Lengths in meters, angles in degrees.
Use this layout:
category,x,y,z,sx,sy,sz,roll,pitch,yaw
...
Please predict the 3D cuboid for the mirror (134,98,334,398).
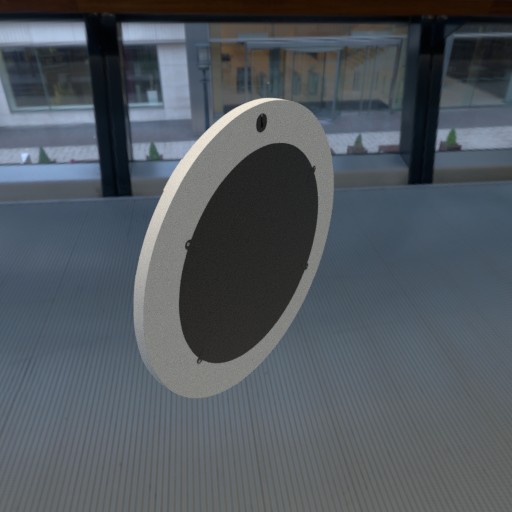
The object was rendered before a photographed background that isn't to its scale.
category,x,y,z,sx,sy,sz,roll,pitch,yaw
mirror,0.000,0.000,1.354,0.038,0.914,0.914,22,39,30
